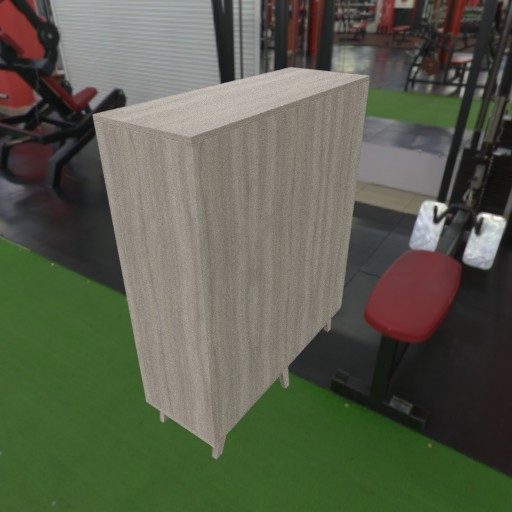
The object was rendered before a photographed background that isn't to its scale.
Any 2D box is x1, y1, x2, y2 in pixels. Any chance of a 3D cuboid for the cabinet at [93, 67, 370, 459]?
[{"bbox_3d":[0.000,0.000,1.960,0.398,1.388,1.111,20,37,30],"label":"cabinet"}]
